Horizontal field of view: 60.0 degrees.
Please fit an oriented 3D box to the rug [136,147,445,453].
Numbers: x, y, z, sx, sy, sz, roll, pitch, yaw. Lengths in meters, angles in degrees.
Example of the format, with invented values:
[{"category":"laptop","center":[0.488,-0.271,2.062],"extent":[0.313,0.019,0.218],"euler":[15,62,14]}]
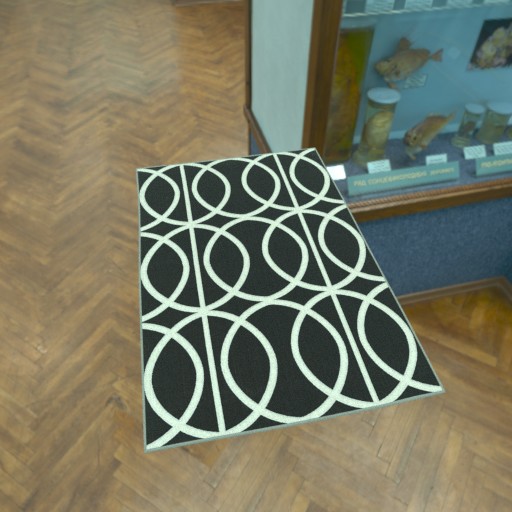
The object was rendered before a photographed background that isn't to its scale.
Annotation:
[{"category":"rug","center":[0.000,0.000,2.921],"extent":[1.526,0.014,2.290],"euler":[-9,47,-8]}]
